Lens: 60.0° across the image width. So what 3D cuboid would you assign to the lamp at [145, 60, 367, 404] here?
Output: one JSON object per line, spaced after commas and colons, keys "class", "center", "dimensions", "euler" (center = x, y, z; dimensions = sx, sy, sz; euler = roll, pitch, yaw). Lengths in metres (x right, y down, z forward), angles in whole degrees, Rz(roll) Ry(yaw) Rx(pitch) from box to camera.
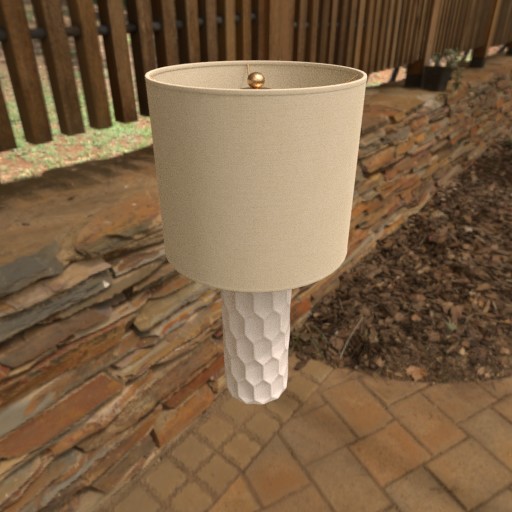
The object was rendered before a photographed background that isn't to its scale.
{"class": "lamp", "center": [0.000, 0.000, 0.695], "dimensions": [0.277, 0.537, 0.277], "euler": [18, 34, 28]}
